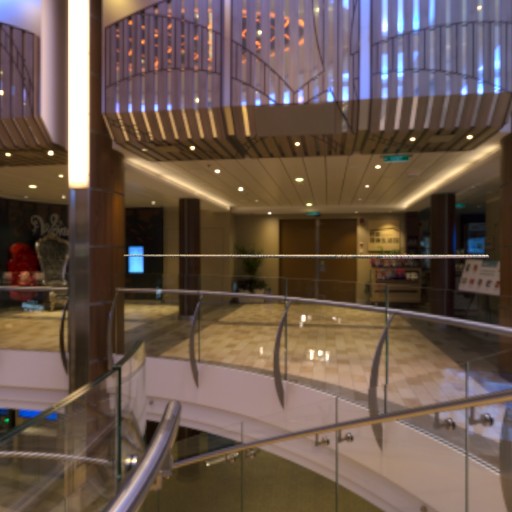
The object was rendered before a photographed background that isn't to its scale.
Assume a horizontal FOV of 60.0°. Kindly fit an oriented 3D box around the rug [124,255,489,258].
[{"bbox_3d":[0.000,0.000,2.730,0.775,0.012,2.452,0,0,-37],"label":"rug"}]
